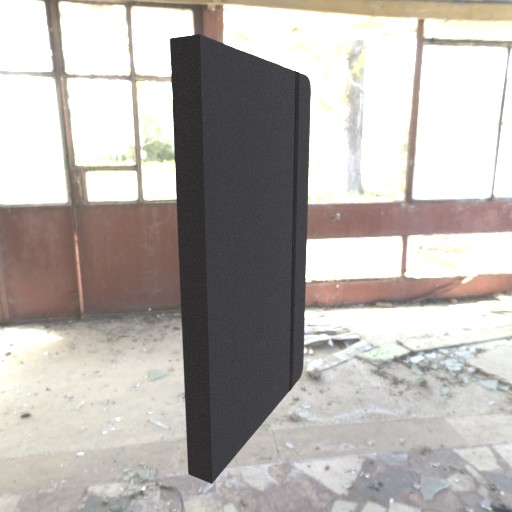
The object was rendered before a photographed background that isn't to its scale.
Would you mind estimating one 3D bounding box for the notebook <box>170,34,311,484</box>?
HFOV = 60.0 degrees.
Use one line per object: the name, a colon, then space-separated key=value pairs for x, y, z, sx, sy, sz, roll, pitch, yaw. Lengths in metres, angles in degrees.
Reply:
notebook: x=0.000 y=0.000 z=0.260 sx=0.016 sy=0.213 sz=0.127 roll=7 pitch=16 yaw=27
